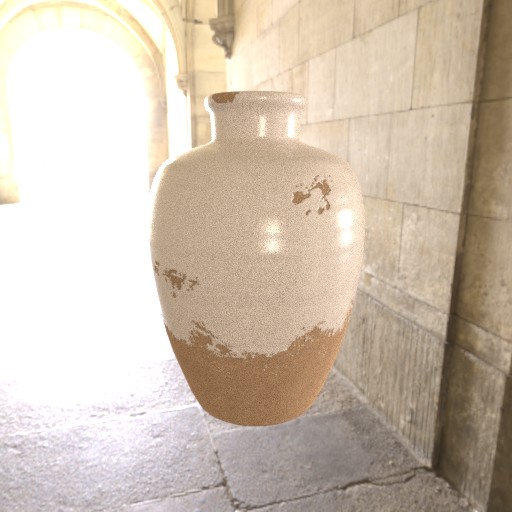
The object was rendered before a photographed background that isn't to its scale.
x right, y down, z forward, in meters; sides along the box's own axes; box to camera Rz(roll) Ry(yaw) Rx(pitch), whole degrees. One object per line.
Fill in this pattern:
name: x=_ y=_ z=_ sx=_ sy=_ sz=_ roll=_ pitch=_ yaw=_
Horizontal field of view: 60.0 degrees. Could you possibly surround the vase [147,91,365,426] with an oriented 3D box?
vase: x=0.000 y=0.000 z=0.336 sx=0.158 sy=0.228 sz=0.158 roll=0 pitch=14 yaw=0
